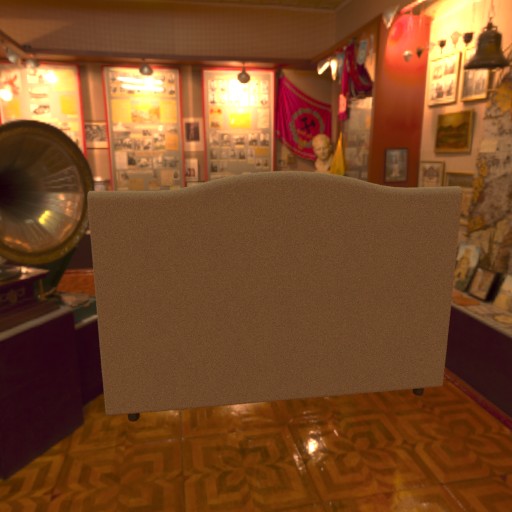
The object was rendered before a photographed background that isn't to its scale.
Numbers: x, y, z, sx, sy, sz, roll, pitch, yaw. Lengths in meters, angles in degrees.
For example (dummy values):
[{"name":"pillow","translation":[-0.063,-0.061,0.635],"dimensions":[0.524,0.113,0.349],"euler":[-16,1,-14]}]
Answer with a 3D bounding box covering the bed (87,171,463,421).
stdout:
[{"name":"bed","translation":[0.000,0.000,3.569],"dimensions":[2.083,1.421,2.182],"euler":[-2,13,-9]}]
